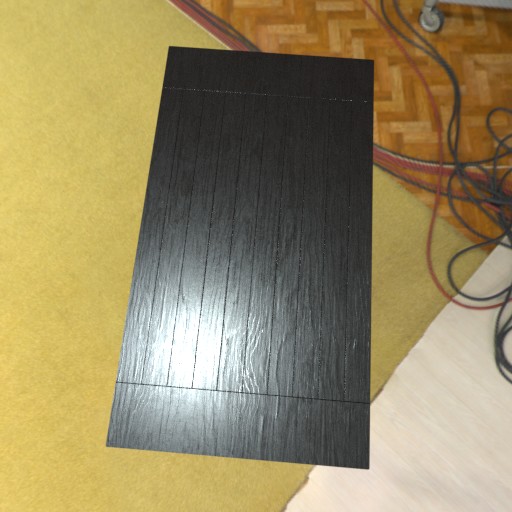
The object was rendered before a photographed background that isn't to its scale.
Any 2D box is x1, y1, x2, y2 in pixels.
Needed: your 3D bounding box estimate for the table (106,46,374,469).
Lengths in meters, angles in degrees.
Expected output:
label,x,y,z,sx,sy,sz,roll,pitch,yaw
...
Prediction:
label,x,y,z,sx,sy,sz,roll,pitch,yaw
table,0.000,0.000,1.354,0.600,0.494,1.062,4,75,1
